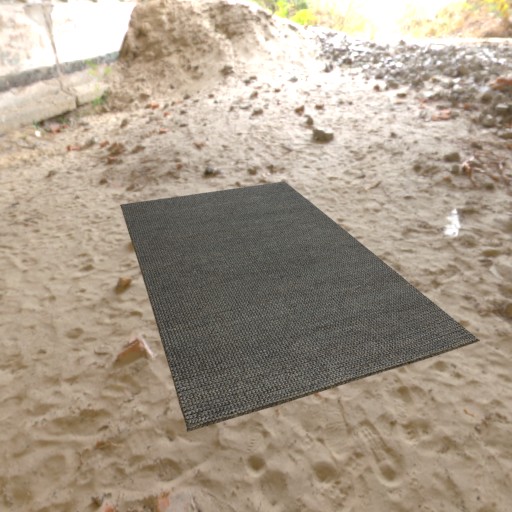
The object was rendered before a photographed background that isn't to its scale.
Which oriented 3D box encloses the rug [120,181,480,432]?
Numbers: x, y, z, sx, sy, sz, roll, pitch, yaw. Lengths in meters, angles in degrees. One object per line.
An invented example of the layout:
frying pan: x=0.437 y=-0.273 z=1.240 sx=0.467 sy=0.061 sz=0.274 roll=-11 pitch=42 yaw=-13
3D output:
rug: x=0.000 y=0.000 z=3.016 sx=1.538 sy=0.021 sz=2.443 roll=-11 pitch=32 yaw=-18
